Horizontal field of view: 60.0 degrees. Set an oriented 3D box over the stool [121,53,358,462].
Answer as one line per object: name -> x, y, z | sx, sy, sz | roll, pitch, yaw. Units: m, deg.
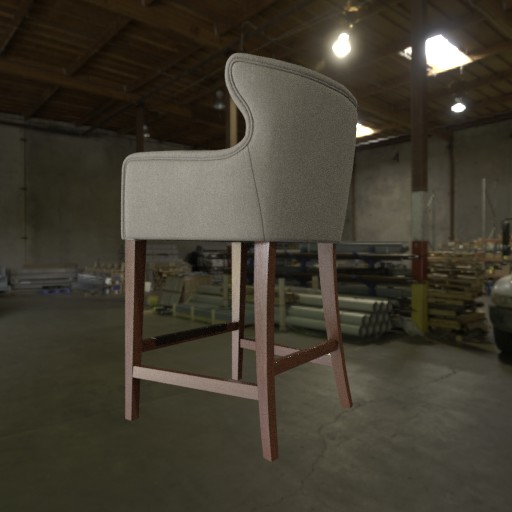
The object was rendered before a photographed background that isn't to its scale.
stool -> 0.000, 0.000, 1.336 | 0.575, 0.951, 0.575 | 0, 1, 36
